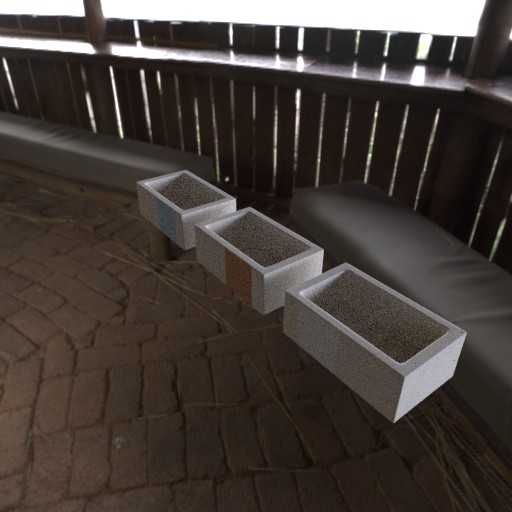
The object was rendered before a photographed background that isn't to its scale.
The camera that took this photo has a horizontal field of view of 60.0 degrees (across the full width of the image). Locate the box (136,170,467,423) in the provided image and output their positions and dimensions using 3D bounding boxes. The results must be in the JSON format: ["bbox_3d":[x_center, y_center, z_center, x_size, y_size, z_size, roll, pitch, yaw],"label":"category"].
[{"bbox_3d":[0.000,0.000,0.508,0.082,0.051,0.461,-22,38,-31],"label":"box"}]
